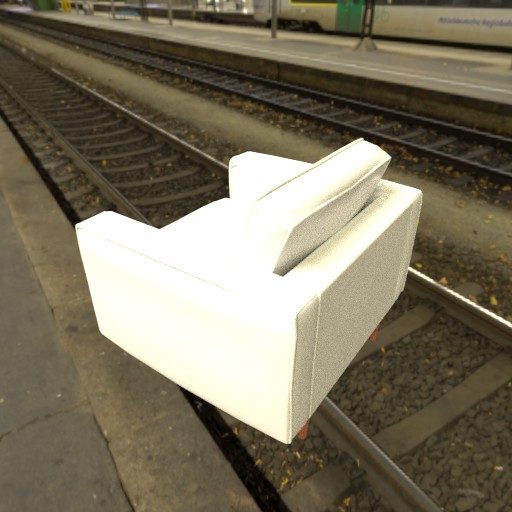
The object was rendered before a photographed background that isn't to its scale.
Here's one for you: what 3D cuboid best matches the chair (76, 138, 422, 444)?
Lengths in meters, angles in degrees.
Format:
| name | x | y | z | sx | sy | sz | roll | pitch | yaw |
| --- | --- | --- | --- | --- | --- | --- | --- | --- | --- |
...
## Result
| name | x | y | z | sx | sy | sz | roll | pitch | yaw |
| --- | --- | --- | --- | --- | --- | --- | --- | --- | --- |
| chair | 0.000 | 0.000 | 1.561 | 0.843 | 0.773 | 0.928 | 20 | 36 | 30 |
